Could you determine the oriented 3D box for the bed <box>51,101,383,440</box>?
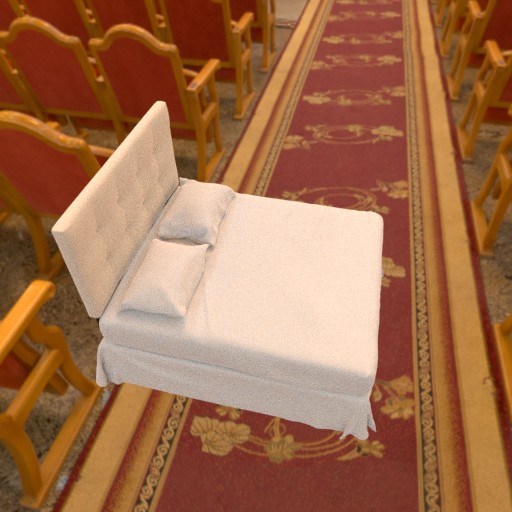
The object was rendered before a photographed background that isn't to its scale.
[{"bbox_3d":[0.000,0.000,3.484,2.222,1.577,1.936,10,47,9],"label":"bed"}]
